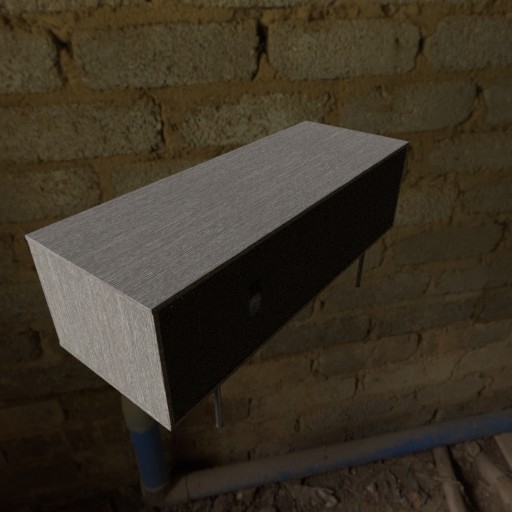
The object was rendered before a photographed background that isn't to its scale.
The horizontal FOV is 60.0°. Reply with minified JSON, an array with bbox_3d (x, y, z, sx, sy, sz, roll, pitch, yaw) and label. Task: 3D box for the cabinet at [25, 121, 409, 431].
[{"bbox_3d":[0.000,0.000,1.584,0.500,0.599,1.300,23,39,31],"label":"cabinet"}]
